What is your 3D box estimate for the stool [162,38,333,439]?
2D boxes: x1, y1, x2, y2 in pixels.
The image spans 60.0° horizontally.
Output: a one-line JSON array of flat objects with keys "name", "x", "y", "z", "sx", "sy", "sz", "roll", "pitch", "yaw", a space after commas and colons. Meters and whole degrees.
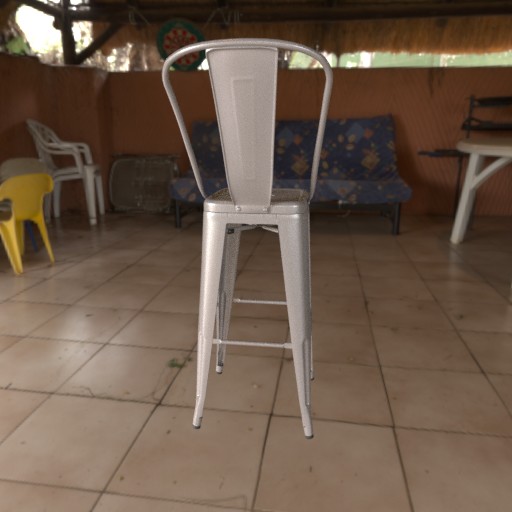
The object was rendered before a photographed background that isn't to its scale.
[{"name": "stool", "x": 0.000, "y": 0.000, "z": 1.324, "sx": 0.399, "sy": 1.096, "sz": 0.513, "roll": 2, "pitch": 16, "yaw": 7}]
